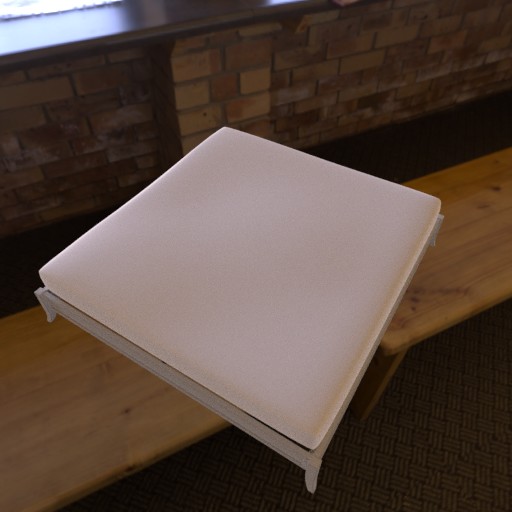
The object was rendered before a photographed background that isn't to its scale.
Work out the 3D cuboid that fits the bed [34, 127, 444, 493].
[{"bbox_3d":[0.000,0.000,3.053,2.007,0.510,2.108,25,52,21],"label":"bed"}]
